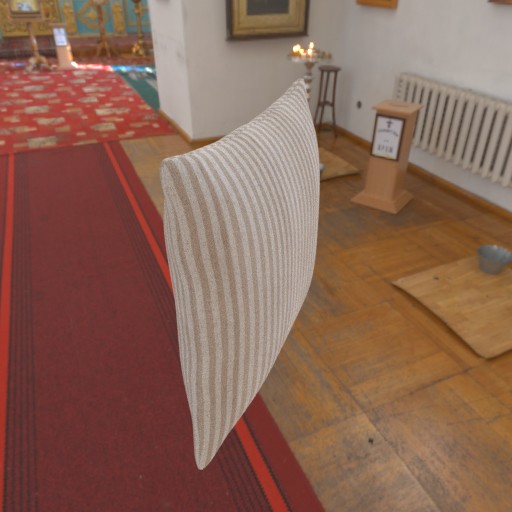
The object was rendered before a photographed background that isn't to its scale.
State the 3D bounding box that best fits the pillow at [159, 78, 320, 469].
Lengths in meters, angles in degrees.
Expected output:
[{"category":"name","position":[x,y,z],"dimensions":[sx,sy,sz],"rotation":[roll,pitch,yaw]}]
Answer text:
[{"category":"pillow","position":[0.000,0.000,0.784],"dimensions":[0.166,0.510,0.523],"rotation":[11,33,18]}]
